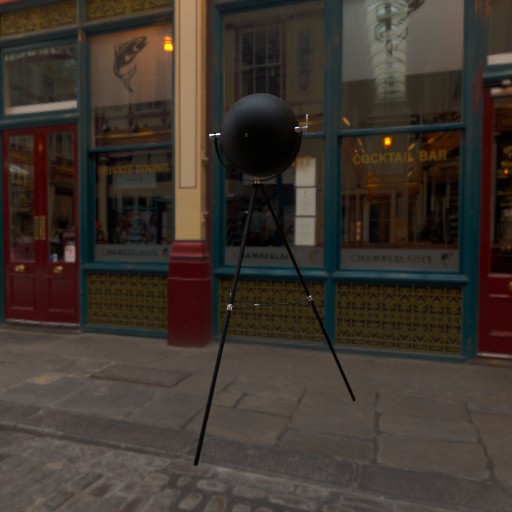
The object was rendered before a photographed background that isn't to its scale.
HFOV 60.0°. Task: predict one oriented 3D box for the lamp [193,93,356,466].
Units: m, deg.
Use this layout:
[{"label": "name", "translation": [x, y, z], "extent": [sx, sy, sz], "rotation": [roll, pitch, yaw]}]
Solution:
[{"label": "lamp", "translation": [0.000, 0.000, 2.002], "extent": [0.817, 1.512, 0.920], "rotation": [0, 1, 18]}]
